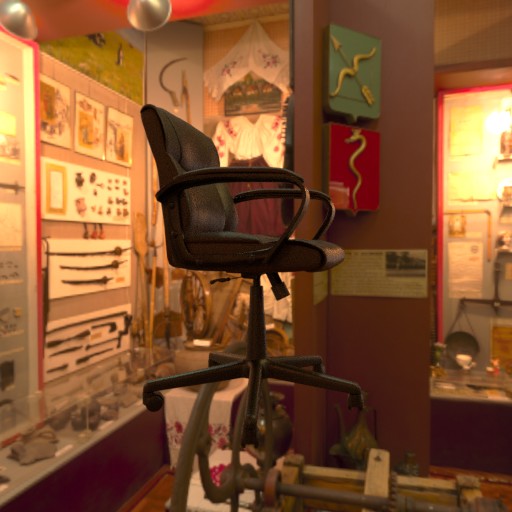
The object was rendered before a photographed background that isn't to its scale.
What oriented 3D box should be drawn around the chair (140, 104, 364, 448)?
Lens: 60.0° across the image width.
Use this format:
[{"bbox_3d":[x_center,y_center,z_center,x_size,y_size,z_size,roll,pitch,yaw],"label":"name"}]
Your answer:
[{"bbox_3d":[0.000,0.000,1.513,0.717,1.004,0.739,0,1,18],"label":"chair"}]
